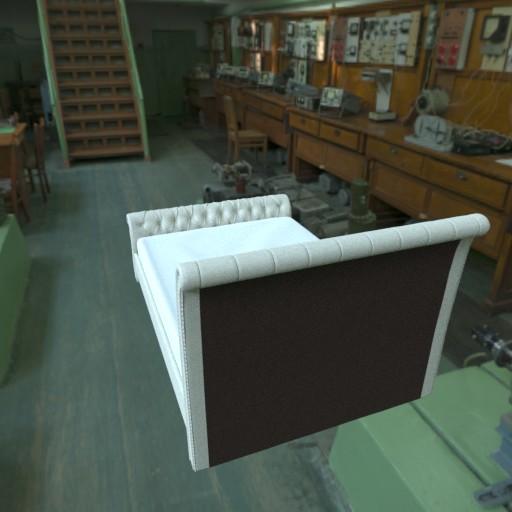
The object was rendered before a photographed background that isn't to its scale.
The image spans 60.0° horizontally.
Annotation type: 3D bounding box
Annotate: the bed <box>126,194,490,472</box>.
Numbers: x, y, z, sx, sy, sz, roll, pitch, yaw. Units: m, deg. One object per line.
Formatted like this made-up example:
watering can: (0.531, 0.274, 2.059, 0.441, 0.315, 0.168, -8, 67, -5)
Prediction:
bed: (0.000, 0.000, 3.296, 1.606, 1.268, 2.493, -10, 28, -19)
